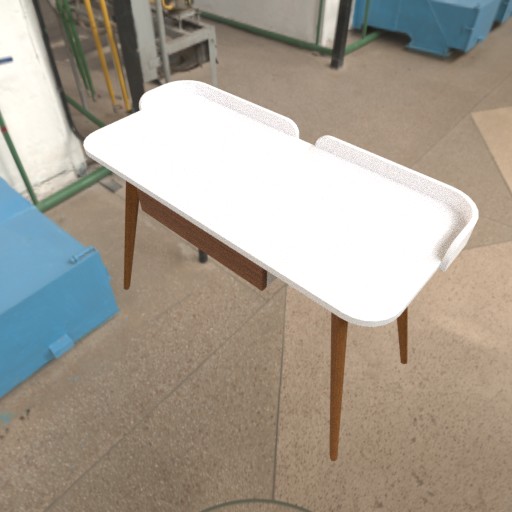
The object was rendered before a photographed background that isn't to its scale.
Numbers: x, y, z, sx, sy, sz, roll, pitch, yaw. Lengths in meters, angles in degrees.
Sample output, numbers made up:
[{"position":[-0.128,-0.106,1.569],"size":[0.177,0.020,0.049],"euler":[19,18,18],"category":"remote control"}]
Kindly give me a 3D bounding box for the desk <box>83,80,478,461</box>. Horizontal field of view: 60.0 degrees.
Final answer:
[{"position":[0.000,0.000,1.606],"size":[1.206,0.807,0.534],"euler":[32,54,28],"category":"desk"}]
